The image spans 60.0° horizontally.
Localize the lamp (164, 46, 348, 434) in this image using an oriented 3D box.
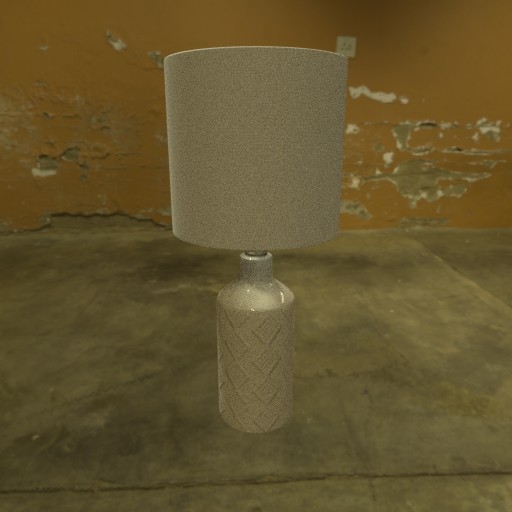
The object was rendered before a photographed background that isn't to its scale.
[{"bbox_3d":[0.000,0.000,0.570,0.207,0.461,0.207,15,22,41],"label":"lamp"}]
